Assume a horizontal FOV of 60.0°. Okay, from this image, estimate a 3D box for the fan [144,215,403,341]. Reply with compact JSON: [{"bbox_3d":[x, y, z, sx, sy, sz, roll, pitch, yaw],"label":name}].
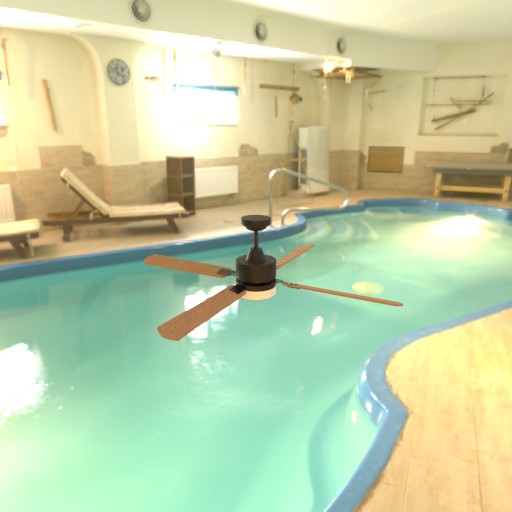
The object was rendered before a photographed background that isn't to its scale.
[{"bbox_3d":[0.000,0.000,2.018,1.320,0.355,1.320,9,19,27],"label":"fan"}]
